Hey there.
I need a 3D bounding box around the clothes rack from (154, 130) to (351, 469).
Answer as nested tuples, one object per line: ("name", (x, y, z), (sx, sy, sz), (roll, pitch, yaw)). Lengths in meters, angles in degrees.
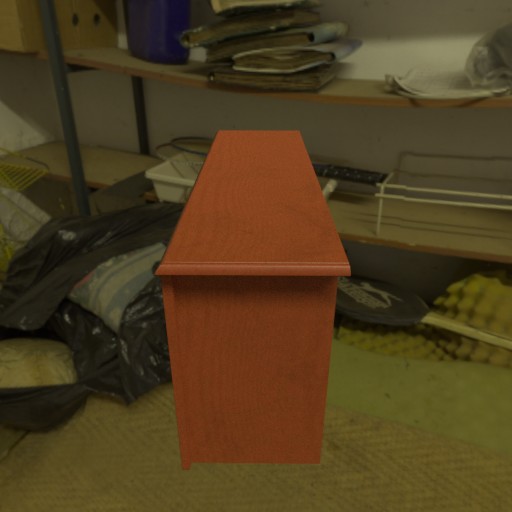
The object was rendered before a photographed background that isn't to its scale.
("clothes rack", (0.000, 0.000, 1.503), (0.362, 0.594, 1.251), (0, 27, 1))
